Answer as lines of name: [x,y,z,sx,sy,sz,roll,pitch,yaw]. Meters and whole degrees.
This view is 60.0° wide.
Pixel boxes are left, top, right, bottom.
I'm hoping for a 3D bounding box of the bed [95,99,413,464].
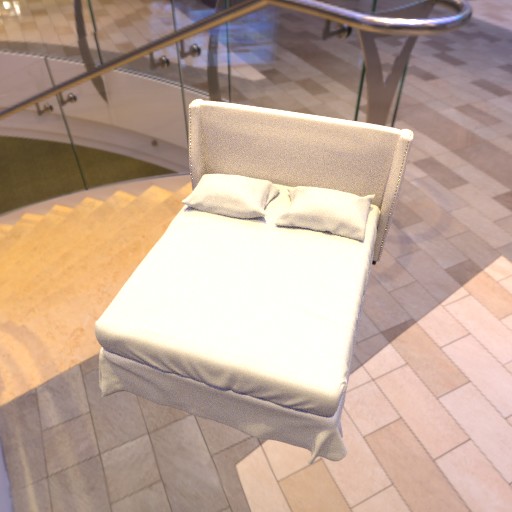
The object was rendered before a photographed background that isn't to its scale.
bed: [0.000,0.000,3.410,1.925,1.332,2.276,13,45,13]
